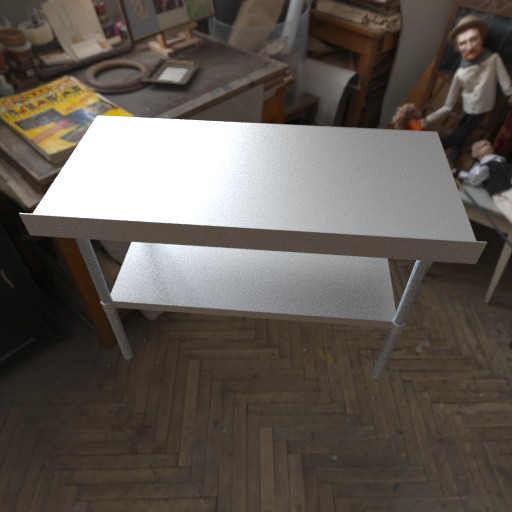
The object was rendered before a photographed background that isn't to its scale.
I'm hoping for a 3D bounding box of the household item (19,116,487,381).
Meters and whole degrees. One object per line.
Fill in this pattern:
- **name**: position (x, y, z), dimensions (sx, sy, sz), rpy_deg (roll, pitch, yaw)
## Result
- **household item**: position (0.000, 0.000, 1.667), dimensions (1.219, 0.851, 0.610), rpy_deg (4, 47, 4)
